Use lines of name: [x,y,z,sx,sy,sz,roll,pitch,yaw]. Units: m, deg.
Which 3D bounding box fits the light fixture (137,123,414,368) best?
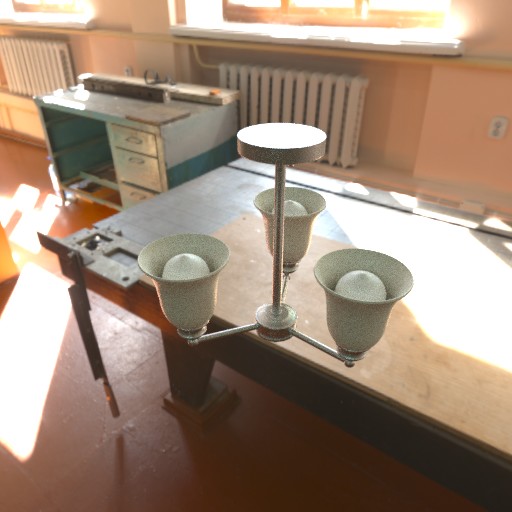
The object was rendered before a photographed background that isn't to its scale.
light fixture: [0.000,0.000,0.687,0.354,0.370,0.388,-10,33,-16]
